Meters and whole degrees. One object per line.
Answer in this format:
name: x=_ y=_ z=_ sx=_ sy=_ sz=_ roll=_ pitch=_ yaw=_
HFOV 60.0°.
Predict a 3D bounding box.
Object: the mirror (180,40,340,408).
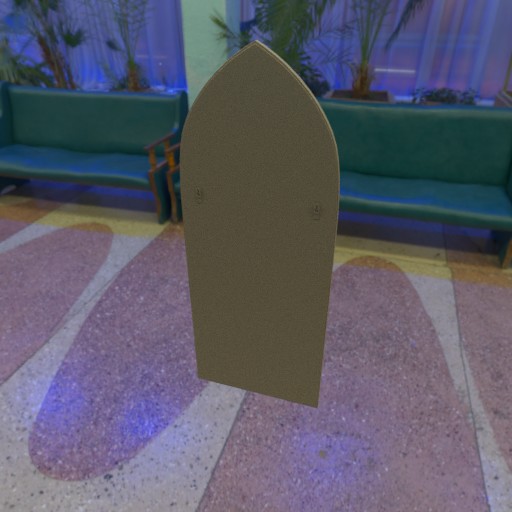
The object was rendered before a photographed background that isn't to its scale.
mirror: x=0.000 y=0.000 z=1.336 sx=0.464 sy=1.175 sz=0.025 roll=10 pitch=33 yaw=15
